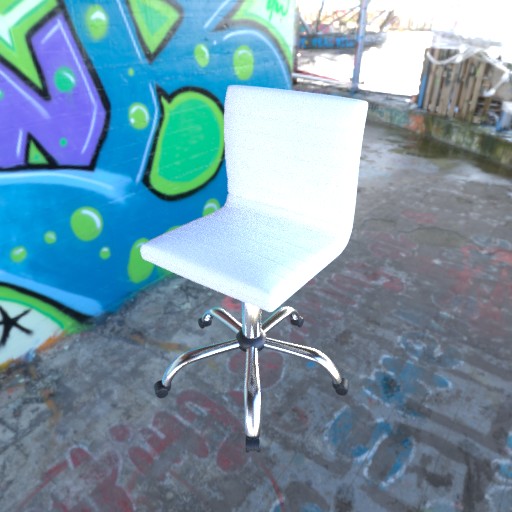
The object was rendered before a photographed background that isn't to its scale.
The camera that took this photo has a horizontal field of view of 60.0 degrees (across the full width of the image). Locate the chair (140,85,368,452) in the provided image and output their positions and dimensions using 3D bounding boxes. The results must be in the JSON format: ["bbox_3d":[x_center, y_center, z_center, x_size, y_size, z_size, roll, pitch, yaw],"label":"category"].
[{"bbox_3d":[0.000,0.000,1.158,0.556,0.780,0.530,19,35,30],"label":"chair"}]
